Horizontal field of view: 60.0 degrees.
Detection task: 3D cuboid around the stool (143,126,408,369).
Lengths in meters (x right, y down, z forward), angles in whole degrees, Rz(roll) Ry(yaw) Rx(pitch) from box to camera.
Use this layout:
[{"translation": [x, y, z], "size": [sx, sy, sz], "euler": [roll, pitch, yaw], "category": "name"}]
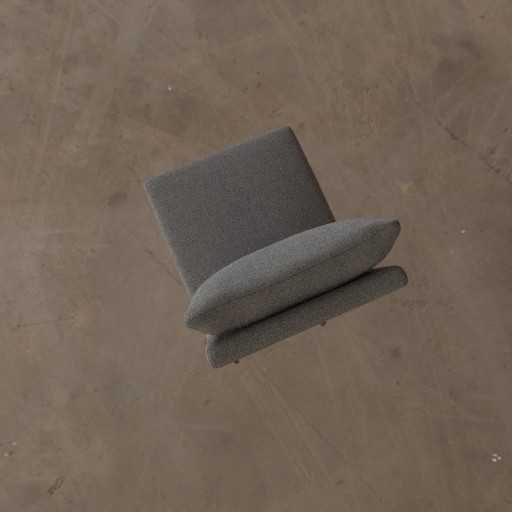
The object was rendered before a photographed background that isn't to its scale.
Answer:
[{"translation": [0.000, 0.000, 1.393], "size": [0.463, 1.132, 0.569], "euler": [-23, 77, -5], "category": "stool"}]
